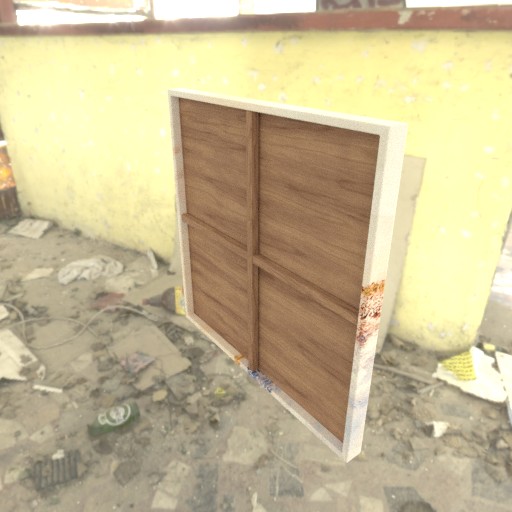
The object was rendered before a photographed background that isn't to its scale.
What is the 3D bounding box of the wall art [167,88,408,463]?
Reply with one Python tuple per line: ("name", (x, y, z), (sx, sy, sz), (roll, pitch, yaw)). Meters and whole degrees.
("wall art", (0.000, 0.000, 1.601), (0.071, 1.061, 1.061), (-18, 31, -33))
